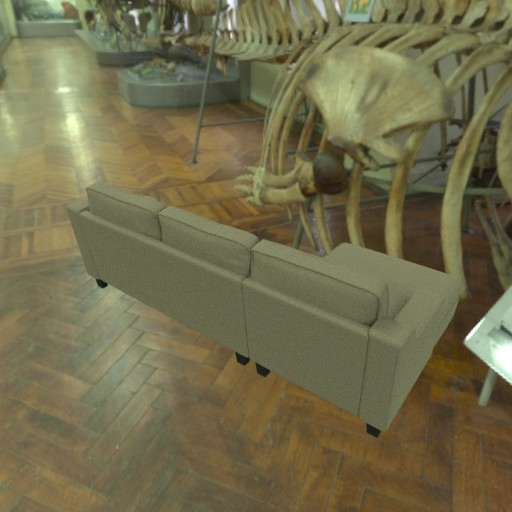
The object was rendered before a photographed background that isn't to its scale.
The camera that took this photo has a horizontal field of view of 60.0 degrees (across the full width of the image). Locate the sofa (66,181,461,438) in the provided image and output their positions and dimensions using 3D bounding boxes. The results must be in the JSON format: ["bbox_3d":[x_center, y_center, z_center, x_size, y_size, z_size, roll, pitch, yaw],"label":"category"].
[{"bbox_3d":[0.000,0.000,3.185,2.561,0.928,1.294,21,36,31],"label":"sofa"}]
